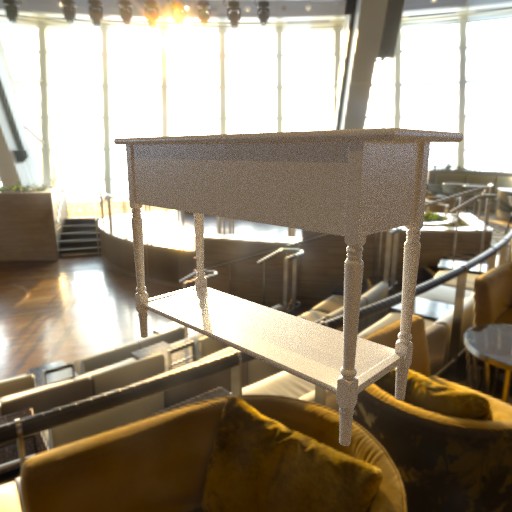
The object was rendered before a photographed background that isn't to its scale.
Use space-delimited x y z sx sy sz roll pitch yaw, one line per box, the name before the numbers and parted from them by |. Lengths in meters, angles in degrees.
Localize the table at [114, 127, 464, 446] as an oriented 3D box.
table | 0.000 0.000 1.557 1.191 0.814 0.386 13 18 43
